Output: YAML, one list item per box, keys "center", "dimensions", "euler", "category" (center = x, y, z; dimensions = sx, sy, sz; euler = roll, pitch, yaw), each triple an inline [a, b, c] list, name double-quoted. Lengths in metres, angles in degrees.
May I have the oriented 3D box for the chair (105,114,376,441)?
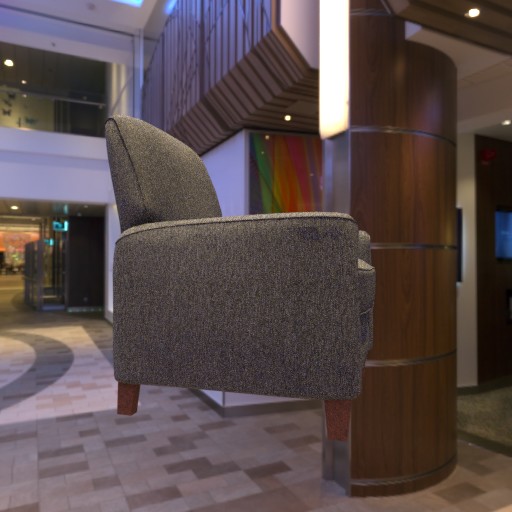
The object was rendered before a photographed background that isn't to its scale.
- center: [0.000, 0.000, 1.665]
  dimensions: [0.864, 1.014, 0.848]
  euler: [0, -1, 17]
  category: "chair"
